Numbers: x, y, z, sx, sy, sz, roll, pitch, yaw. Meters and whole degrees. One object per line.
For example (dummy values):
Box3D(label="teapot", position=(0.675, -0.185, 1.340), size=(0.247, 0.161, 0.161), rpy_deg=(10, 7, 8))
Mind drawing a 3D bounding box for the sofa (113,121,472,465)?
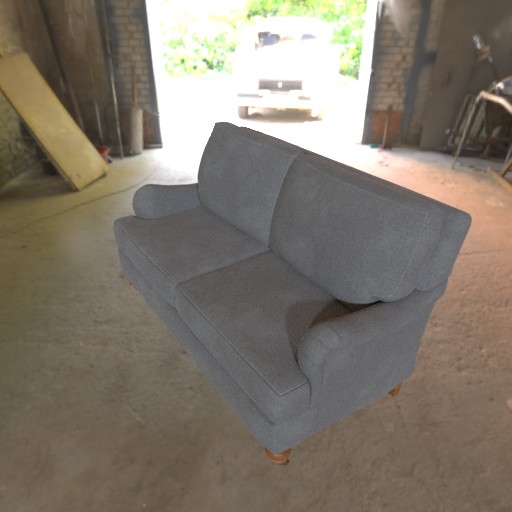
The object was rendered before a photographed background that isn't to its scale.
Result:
Box3D(label="sofa", position=(0.000, 0.000, 2.515), size=(1.084, 1.101, 1.853), rpy_deg=(-20, 37, -29))
